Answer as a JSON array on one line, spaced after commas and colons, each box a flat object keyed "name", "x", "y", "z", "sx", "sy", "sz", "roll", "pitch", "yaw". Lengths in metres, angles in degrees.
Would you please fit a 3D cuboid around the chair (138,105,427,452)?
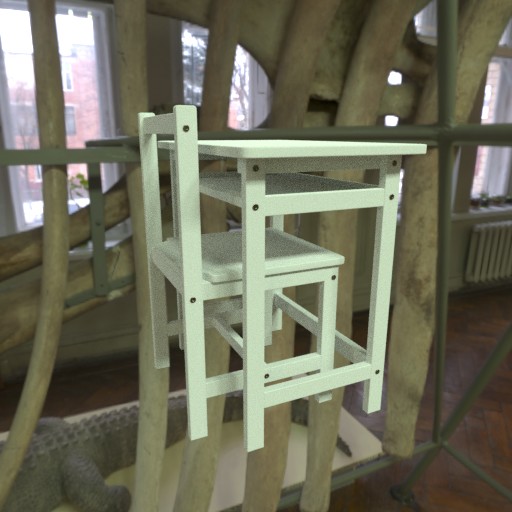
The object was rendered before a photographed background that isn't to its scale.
[{"name": "chair", "x": 0.000, "y": 0.000, "z": 1.087, "sx": 0.461, "sy": 0.673, "sz": 0.599, "roll": -7, "pitch": 17, "yaw": -24}]
